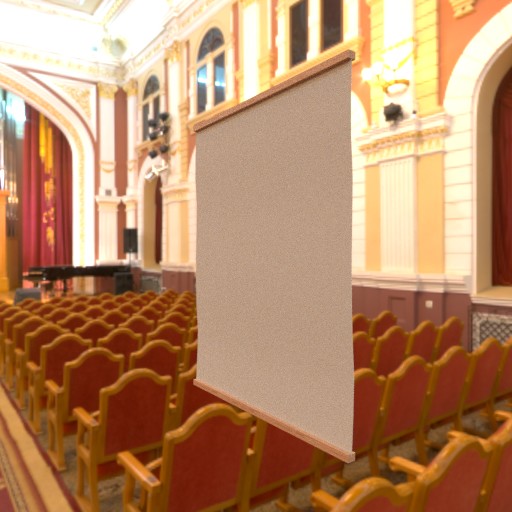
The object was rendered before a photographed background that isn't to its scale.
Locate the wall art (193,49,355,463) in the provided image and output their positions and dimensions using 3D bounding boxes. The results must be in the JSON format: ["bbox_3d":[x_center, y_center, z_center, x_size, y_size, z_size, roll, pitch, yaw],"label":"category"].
[{"bbox_3d":[0.000,0.000,0.712,0.013,0.508,0.406,0,0,-36],"label":"wall art"}]
